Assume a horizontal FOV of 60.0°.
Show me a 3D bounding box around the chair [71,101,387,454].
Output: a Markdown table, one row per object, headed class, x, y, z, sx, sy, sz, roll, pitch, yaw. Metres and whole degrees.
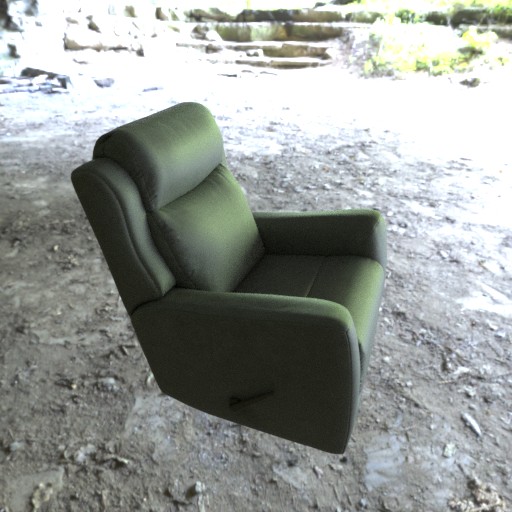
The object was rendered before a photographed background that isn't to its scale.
| class | x | y | z | sx | sy | sz | roll | pitch | yaw |
| --- | --- | --- | --- | --- | --- | --- | --- | --- | --- |
| chair | 0.000 | 0.000 | 1.890 | 1.068 | 1.116 | 0.967 | 11 | 31 | 18 |
